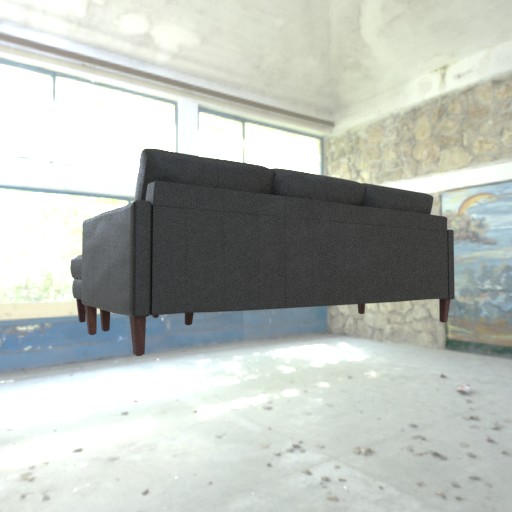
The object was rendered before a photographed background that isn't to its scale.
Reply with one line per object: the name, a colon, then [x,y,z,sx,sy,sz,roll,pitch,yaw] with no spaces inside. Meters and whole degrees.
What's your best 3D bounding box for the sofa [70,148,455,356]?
sofa: [0.000,0.000,2.926,2.178,0.876,1.497,1,-3,-34]
